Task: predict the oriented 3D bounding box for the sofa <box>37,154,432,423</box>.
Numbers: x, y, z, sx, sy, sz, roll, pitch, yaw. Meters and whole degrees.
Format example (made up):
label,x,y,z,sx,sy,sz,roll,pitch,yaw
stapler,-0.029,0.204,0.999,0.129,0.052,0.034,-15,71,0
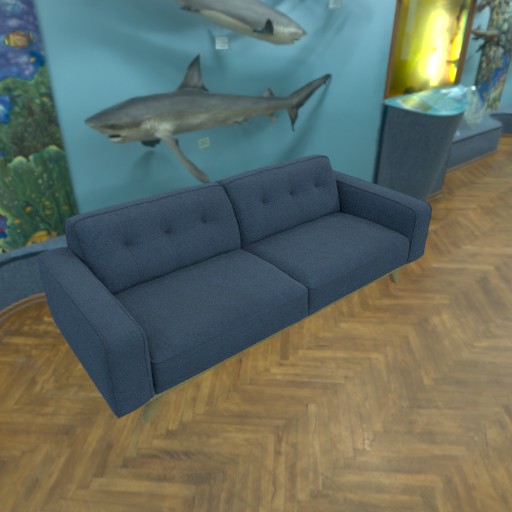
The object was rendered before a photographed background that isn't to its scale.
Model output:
label,x,y,z,sx,sy,sz,roll,pitch,yaw
sofa,0.000,0.000,2.702,2.270,0.782,0.953,-21,36,-33
